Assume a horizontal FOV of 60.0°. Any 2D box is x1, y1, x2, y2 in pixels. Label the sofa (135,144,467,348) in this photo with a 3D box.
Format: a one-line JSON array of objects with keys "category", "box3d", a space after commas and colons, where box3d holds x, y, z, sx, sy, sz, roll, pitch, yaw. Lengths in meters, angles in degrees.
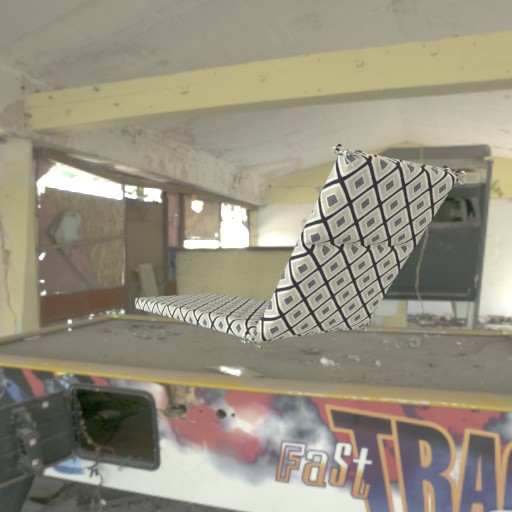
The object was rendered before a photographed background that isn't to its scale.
[{"category": "sofa", "box3d": [0.000, 0.000, 1.986, 0.582, 0.622, 1.663, 0, 0, -35]}]
